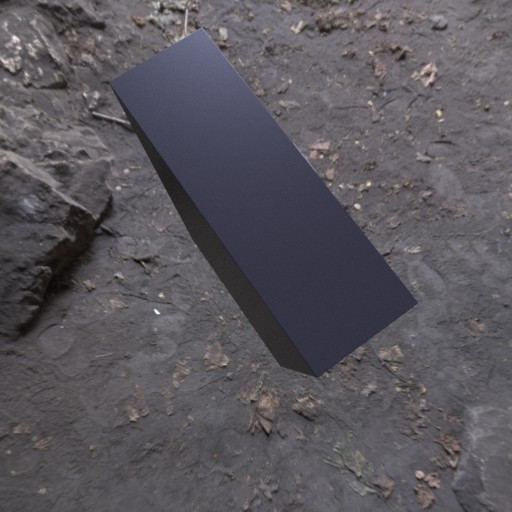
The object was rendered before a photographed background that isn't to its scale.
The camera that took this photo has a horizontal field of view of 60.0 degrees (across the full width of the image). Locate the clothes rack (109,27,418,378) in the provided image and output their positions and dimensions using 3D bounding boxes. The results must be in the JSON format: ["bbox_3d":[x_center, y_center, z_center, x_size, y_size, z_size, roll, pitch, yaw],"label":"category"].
[{"bbox_3d":[0.000,0.000,1.524,0.250,1.280,0.750,-34,79,-7],"label":"clothes rack"}]
